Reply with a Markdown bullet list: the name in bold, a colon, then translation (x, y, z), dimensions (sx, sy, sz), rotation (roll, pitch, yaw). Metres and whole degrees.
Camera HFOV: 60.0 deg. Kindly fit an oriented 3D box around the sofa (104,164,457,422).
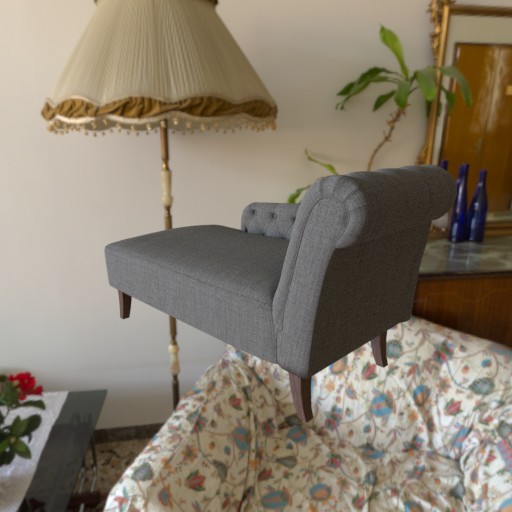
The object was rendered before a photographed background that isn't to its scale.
- **sofa**: translation (0.000, 0.000, 1.843), dimensions (0.675, 0.787, 1.379), rotation (-15, 22, -43)
